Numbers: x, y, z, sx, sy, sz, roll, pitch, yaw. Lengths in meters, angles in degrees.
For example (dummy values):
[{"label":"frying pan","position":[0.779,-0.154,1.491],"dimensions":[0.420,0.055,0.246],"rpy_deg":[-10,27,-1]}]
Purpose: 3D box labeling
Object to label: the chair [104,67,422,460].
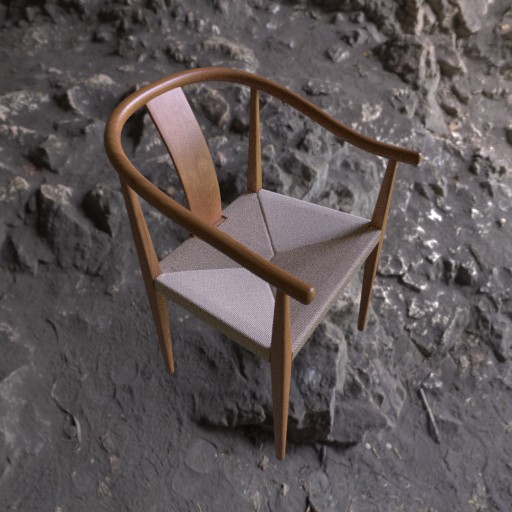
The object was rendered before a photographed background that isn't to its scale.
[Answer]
[{"label":"chair","position":[0.000,0.000,1.169],"dimensions":[0.579,0.800,0.556],"rpy_deg":[25,48,24]}]
